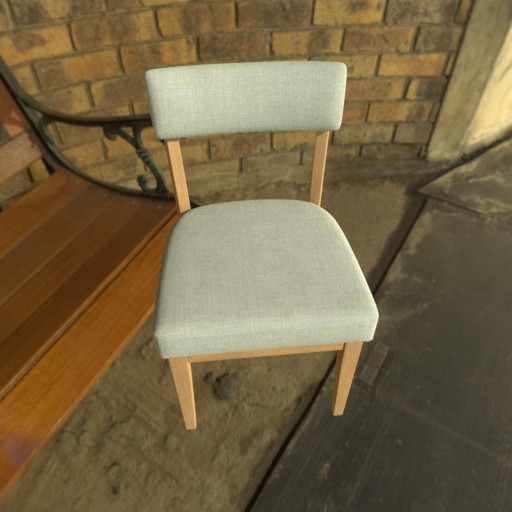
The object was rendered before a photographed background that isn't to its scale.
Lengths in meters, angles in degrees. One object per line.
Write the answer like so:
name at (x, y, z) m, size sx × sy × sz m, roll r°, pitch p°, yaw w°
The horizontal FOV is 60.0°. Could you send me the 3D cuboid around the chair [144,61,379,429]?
chair at (0.000, 0.000, 1.188) m, size 0.508 × 0.832 × 0.572 m, roll -4°, pitch 45°, yaw -4°
